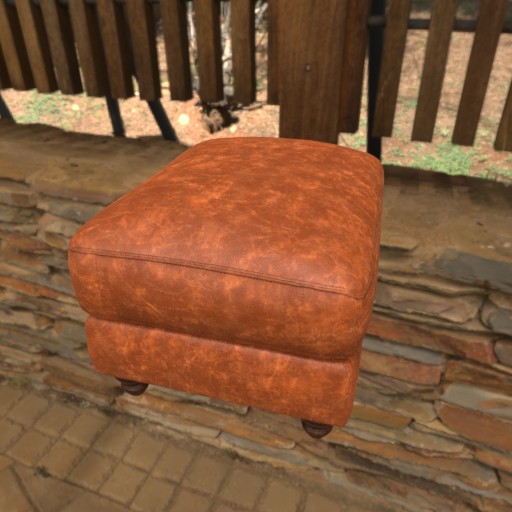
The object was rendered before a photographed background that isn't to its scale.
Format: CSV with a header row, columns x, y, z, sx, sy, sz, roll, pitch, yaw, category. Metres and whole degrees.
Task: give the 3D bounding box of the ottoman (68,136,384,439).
x,y,z,sx,sy,sz,roll,pitch,yaw,category
0.000,0.000,1.262,0.657,0.562,0.832,8,31,13,ottoman
